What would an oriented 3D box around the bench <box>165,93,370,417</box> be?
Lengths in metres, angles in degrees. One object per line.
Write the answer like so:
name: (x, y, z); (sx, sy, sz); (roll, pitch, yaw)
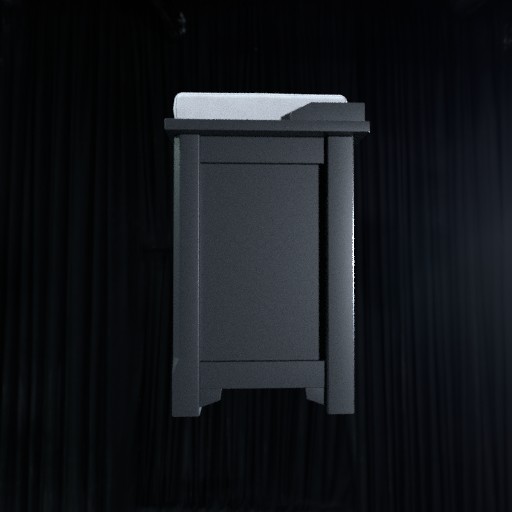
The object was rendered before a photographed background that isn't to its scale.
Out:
bench: (0.000, 0.000, 1.225); (0.345, 0.561, 0.973); (0, -1, -2)
